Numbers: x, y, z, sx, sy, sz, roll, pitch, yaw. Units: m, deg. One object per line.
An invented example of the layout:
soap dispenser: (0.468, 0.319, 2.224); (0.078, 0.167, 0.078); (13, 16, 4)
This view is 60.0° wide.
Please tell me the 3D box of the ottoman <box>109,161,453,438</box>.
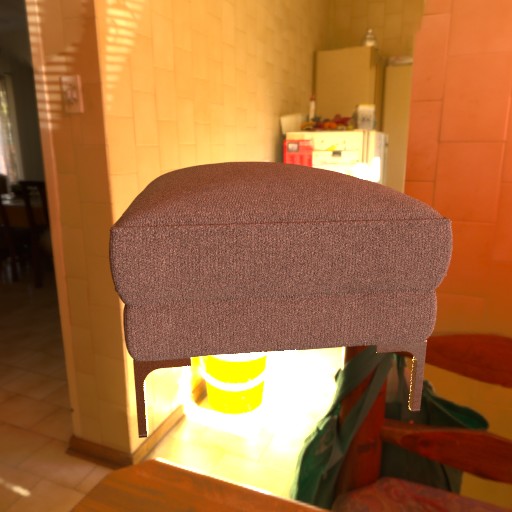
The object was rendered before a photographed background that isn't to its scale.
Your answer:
ottoman: (0.000, 0.000, 1.131); (0.583, 0.464, 0.785); (-2, 14, -8)
